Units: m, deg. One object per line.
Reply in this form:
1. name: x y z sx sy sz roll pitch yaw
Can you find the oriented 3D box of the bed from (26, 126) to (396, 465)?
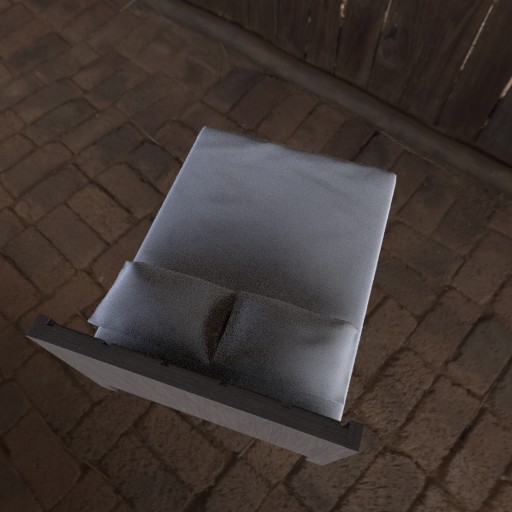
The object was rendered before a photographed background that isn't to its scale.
1. bed: 0.000 0.000 3.185 1.727 1.270 2.242 16 64 8
